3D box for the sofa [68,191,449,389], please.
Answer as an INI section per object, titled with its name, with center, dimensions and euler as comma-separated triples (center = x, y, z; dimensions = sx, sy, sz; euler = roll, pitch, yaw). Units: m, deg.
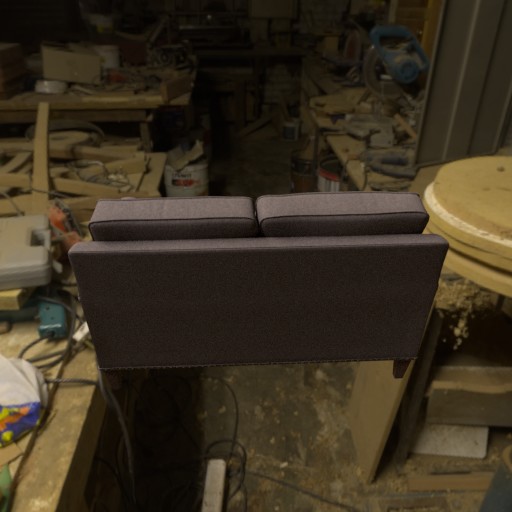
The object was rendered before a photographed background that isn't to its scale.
[sofa]
center = 0.000, 0.000, 2.362
dimensions = 1.597, 1.003, 1.084
euler = -1, 31, -2
